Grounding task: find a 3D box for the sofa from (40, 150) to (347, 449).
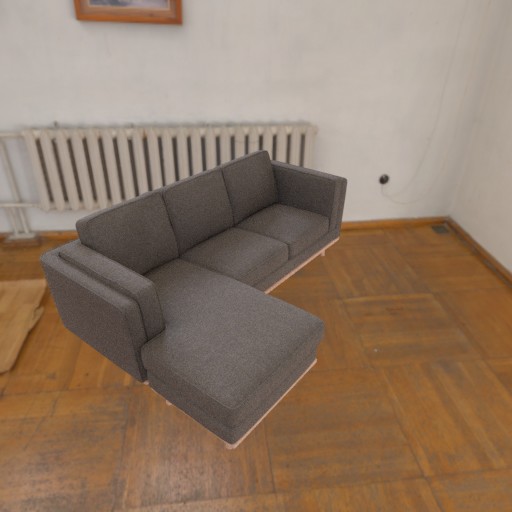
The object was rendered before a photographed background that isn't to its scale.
[{"bbox_3d":[0.000,0.000,3.256,1.604,0.929,2.411,22,37,32],"label":"sofa"}]
